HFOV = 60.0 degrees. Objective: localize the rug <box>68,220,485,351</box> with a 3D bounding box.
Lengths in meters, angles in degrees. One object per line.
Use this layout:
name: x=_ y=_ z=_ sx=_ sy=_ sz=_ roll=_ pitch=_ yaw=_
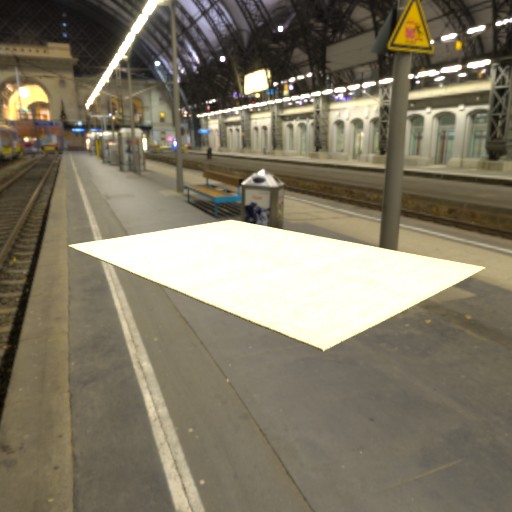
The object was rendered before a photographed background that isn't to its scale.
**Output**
rug: x=0.000 y=0.000 z=2.335 sx=1.250 sy=0.015 sz=1.850 roll=-13 pitch=20 yaw=-42
